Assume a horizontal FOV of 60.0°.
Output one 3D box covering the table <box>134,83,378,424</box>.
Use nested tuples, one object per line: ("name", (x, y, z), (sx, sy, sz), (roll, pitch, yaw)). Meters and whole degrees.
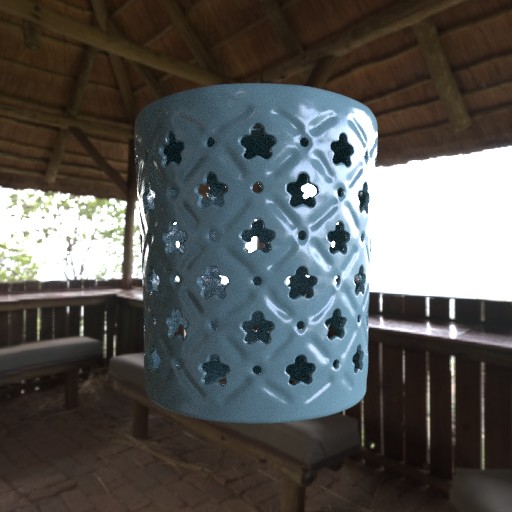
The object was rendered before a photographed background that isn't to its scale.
("table", (0.000, 0.000, 0.658), (0.352, 0.387, 0.352), (0, -1, 0))
